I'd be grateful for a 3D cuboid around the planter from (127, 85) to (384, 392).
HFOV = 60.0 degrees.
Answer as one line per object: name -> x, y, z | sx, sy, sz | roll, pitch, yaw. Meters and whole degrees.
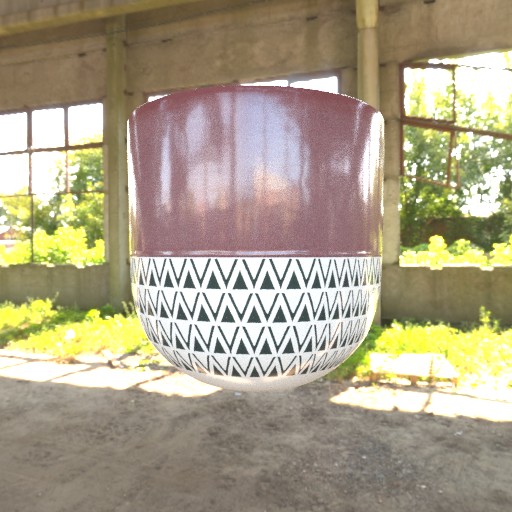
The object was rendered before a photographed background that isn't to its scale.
planter -> 0.000, 0.000, 0.479 | 0.266, 0.270, 0.266 | 0, 0, 0
